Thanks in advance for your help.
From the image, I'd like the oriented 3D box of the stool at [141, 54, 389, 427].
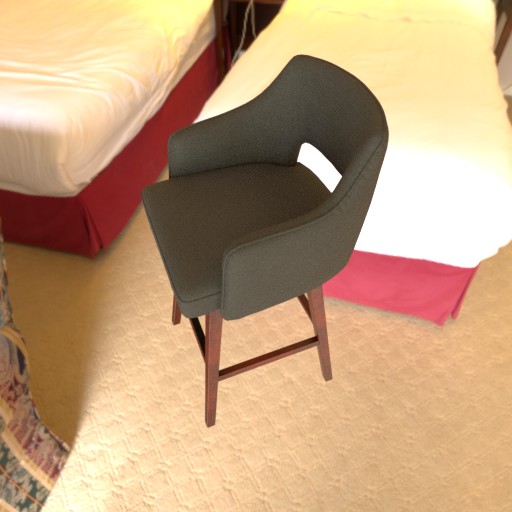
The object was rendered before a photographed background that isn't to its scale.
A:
[{"bbox_3d":[0.000,0.000,1.349,0.558,1.012,0.548,-16,49,-15],"label":"stool"}]
